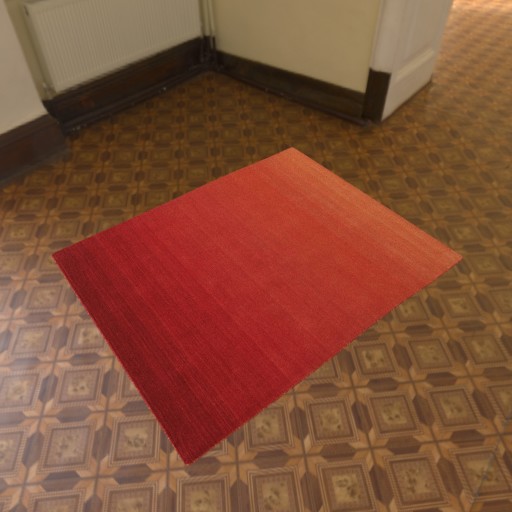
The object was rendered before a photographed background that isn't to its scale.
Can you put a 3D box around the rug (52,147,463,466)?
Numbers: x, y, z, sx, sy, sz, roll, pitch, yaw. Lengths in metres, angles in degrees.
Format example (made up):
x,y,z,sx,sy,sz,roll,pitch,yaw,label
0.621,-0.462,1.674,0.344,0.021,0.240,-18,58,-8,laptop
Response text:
x,y,z,sx,sy,sz,roll,pitch,yaw,label
0.000,0.000,3.987,2.905,0.028,2.340,-29,52,-26,rug
